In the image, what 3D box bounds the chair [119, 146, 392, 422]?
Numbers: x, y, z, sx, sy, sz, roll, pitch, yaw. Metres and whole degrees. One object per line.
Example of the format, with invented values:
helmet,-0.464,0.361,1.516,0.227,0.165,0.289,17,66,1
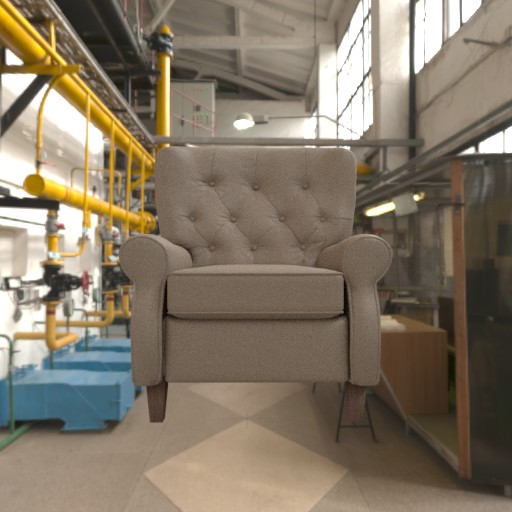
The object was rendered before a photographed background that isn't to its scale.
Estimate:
chair,0.000,0.000,1.934,0.999,1.138,1.041,0,-1,0
